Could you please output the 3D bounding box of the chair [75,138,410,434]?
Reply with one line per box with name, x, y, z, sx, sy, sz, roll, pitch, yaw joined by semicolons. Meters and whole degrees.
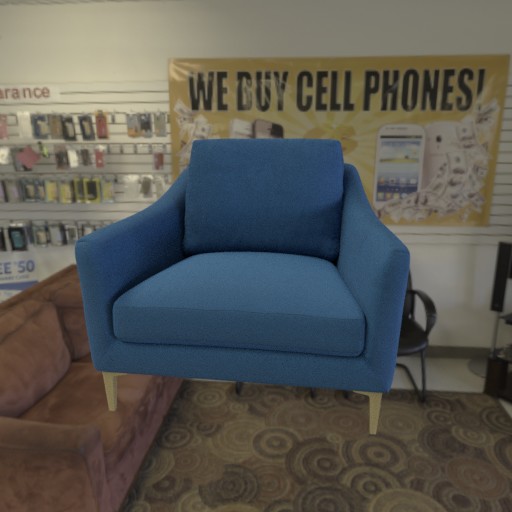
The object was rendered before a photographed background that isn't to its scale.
chair;0.000;0.000;1.742;0.987;0.899;0.961;2;14;8
